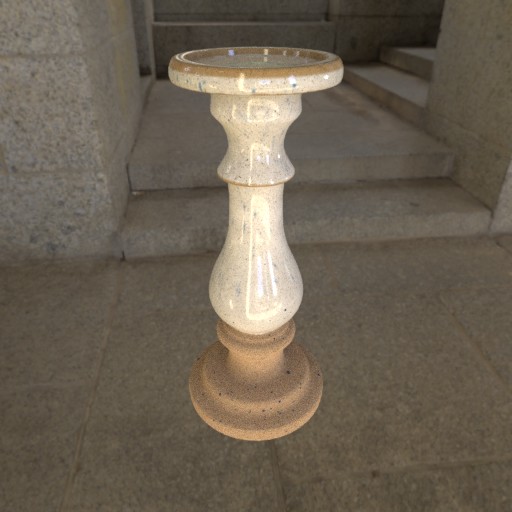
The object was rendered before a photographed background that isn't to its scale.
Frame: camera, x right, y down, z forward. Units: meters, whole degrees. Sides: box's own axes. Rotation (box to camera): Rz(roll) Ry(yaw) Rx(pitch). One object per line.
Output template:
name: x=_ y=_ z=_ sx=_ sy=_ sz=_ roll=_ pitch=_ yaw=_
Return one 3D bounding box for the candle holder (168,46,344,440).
candle holder: x=0.000 y=0.000 z=0.245 sx=0.088 sy=0.203 sz=0.088 roll=0 pitch=31 yaw=0
